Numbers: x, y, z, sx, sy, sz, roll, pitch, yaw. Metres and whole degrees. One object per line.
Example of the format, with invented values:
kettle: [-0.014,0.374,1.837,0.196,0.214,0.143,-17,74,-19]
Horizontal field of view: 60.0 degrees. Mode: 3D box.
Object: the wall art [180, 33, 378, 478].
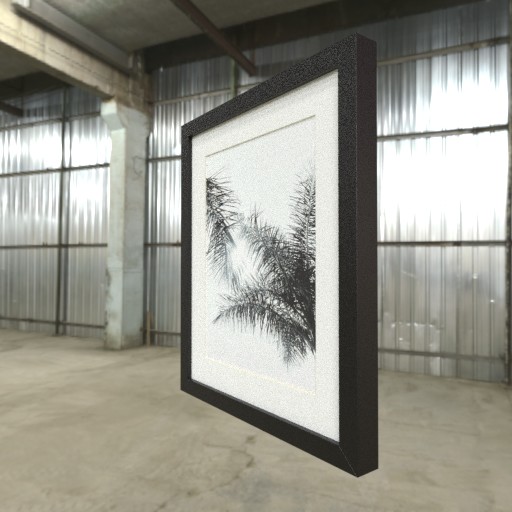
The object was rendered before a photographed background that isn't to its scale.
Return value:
wall art: [0.000,0.000,0.517,0.028,0.380,0.325,1,-1,-37]
